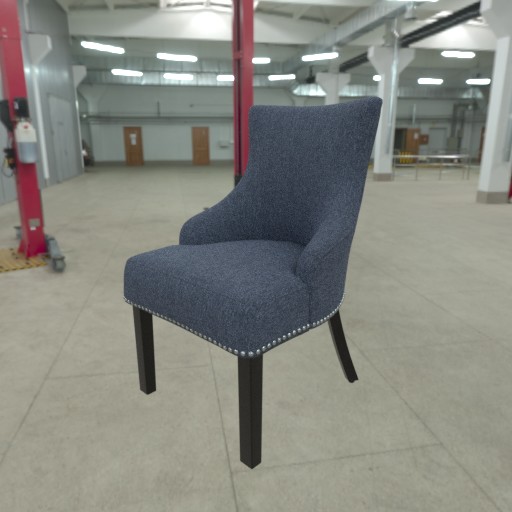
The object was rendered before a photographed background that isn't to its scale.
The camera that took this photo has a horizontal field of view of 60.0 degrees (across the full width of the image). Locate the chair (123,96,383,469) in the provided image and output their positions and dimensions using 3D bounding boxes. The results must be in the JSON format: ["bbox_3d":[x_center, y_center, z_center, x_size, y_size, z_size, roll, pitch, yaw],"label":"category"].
[{"bbox_3d":[0.000,0.000,1.336,0.566,0.909,0.629,14,20,43],"label":"chair"}]
